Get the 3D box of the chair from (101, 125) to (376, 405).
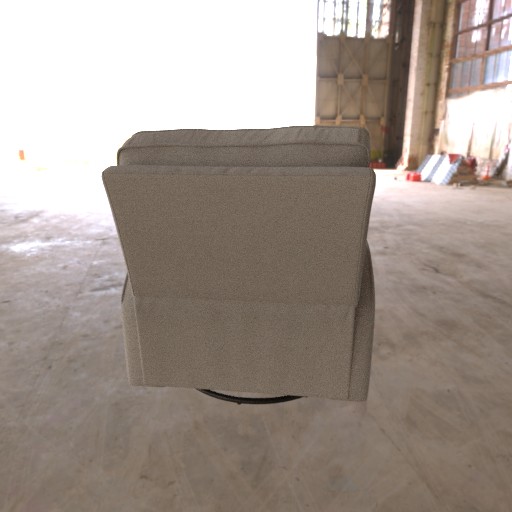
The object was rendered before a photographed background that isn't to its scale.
[{"bbox_3d":[0.000,0.000,1.722,0.861,0.964,0.969,2,15,7],"label":"chair"}]
